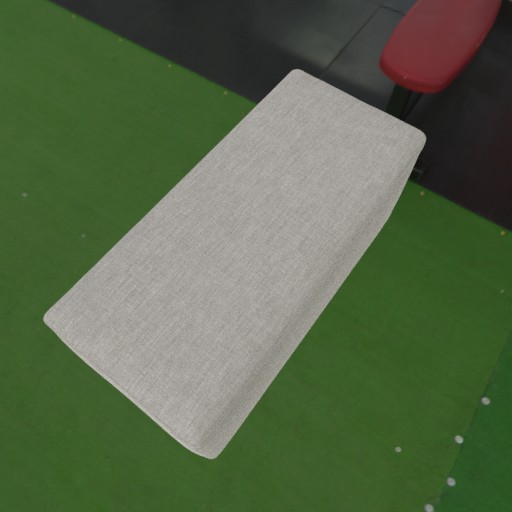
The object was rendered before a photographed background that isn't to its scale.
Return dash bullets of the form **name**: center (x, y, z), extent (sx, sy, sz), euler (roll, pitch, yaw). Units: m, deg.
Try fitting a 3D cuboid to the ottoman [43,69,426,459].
- **ottoman**: center (0.000, 0.000, 1.136), extent (0.419, 0.432, 0.902), euler (34, 68, 16)
